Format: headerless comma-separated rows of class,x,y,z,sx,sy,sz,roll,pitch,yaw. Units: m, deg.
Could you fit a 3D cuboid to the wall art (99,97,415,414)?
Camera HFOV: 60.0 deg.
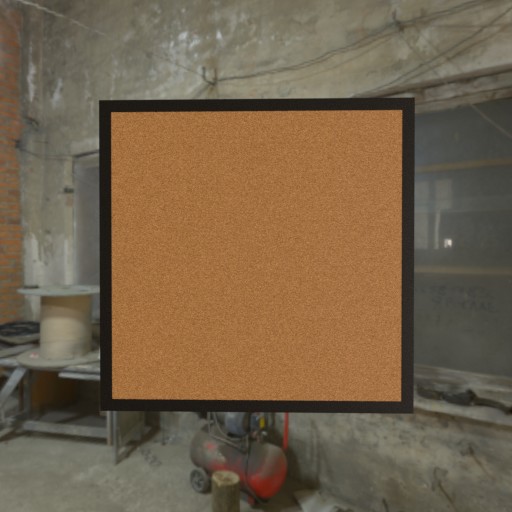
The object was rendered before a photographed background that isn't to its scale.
wall art,0.000,0.000,0.448,0.305,0.304,0.038,0,1,1
